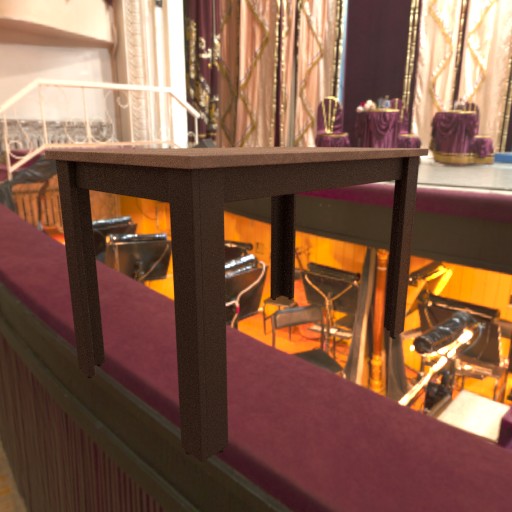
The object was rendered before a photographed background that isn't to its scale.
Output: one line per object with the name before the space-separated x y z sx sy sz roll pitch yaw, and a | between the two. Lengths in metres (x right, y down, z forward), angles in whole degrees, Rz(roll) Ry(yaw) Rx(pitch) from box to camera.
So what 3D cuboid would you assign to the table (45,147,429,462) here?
table | 0.000 0.000 1.568 0.700 0.734 1.100 14 20 42
